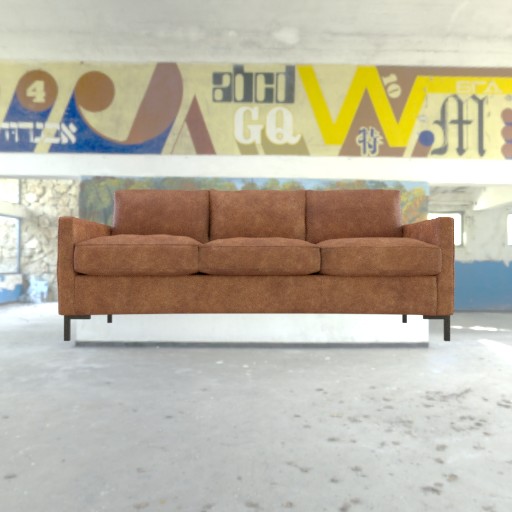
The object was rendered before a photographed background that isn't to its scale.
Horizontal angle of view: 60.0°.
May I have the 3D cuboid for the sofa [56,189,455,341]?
[{"bbox_3d":[0.000,0.000,2.536,2.029,0.863,0.748,0,-1,0],"label":"sofa"}]
